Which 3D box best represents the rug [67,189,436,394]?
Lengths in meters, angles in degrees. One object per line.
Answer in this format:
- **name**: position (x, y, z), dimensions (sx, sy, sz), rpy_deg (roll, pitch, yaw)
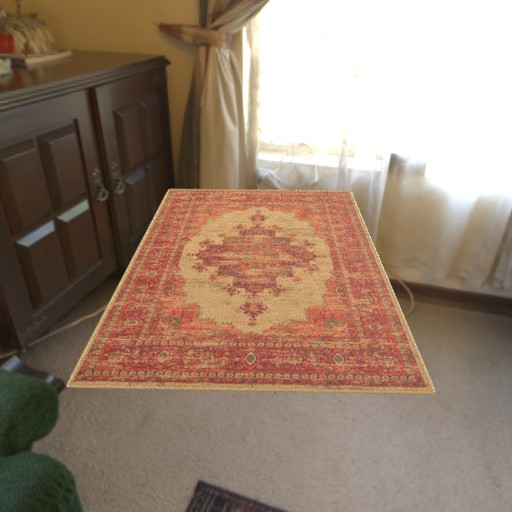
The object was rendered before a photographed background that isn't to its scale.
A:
- **rug**: position (0.000, 0.000, 2.816), dimensions (1.555, 0.011, 2.232), rpy_deg (1, 30, 1)
